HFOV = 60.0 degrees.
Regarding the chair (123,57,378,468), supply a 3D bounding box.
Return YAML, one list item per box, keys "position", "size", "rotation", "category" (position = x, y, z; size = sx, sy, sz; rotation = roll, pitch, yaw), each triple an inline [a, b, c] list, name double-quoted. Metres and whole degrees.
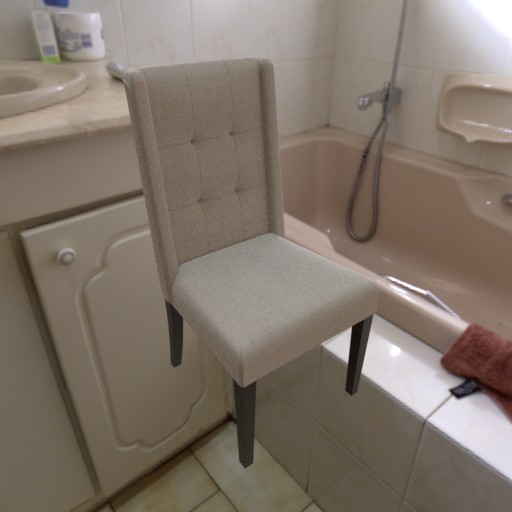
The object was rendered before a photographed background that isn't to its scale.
- position: [0.000, 0.000, 1.246]
  size: [0.474, 0.961, 0.523]
  rotation: [-21, 37, -31]
  category: "chair"
